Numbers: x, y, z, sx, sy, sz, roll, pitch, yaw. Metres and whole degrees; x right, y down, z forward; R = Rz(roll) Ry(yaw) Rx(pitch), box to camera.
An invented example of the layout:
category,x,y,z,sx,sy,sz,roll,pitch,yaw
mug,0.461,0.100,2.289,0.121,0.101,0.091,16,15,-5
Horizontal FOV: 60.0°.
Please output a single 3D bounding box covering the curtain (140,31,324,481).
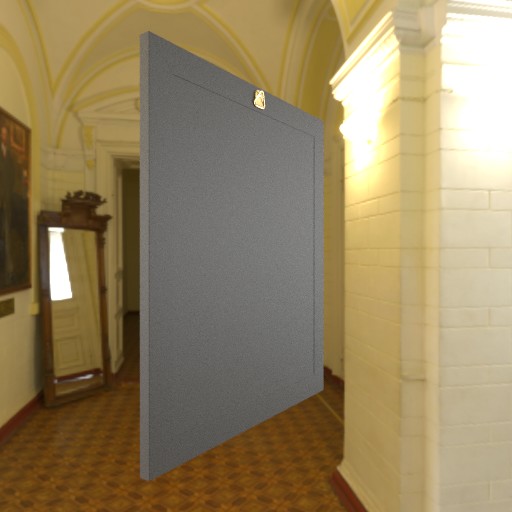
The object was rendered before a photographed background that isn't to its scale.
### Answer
category,x,y,z,sx,sy,sz,roll,pitch,yaw
curtain,0.000,0.000,0.773,0.027,0.585,0.483,0,0,36
